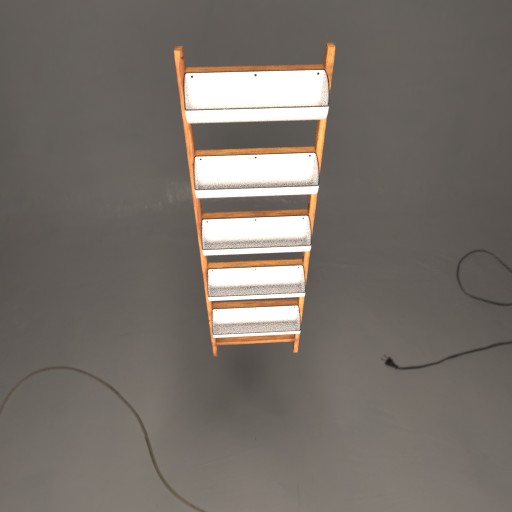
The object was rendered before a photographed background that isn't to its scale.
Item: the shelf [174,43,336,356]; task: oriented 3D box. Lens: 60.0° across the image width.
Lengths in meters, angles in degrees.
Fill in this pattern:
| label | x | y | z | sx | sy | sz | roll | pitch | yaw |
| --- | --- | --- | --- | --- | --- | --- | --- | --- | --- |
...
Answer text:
| label | x | y | z | sx | sy | sz | roll | pitch | yaw |
| --- | --- | --- | --- | --- | --- | --- | --- | --- | --- |
| shelf | 0.000 | 0.000 | 1.791 | 0.454 | 1.600 | 0.141 | -2 | 46 | -2 |
